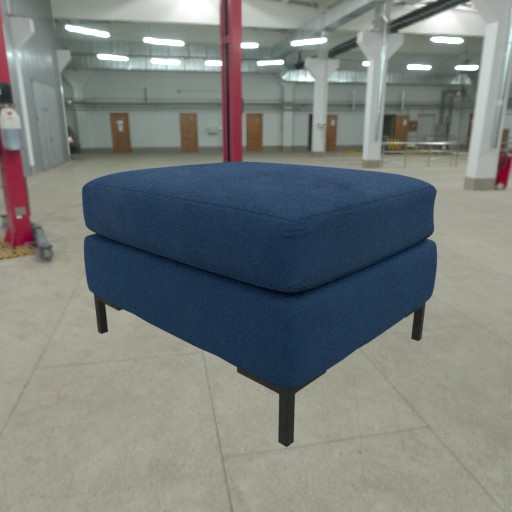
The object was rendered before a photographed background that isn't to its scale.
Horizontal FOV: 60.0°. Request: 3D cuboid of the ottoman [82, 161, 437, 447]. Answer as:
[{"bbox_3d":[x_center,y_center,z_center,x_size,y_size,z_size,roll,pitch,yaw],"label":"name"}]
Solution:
[{"bbox_3d":[0.000,0.000,1.240,0.794,0.485,0.655,15,22,41],"label":"ottoman"}]
